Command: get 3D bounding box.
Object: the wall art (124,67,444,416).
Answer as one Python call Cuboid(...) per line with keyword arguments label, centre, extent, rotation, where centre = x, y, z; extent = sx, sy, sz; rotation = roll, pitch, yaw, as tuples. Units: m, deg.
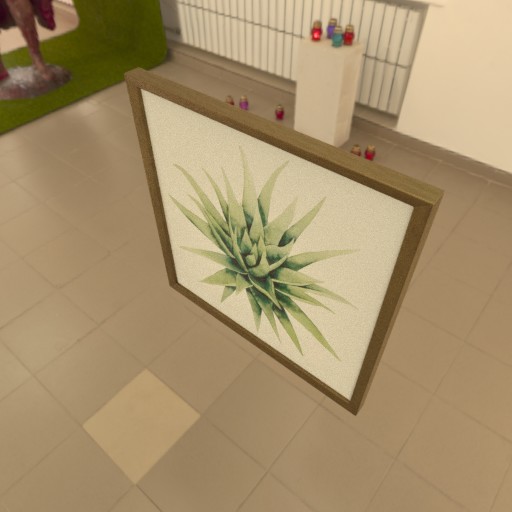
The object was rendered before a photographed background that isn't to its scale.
Cuboid(label="wall art", centre=(0.000, 0.000, 0.763), extent=(0.503, 0.506, 0.030), rotation=(30, 53, 26))
